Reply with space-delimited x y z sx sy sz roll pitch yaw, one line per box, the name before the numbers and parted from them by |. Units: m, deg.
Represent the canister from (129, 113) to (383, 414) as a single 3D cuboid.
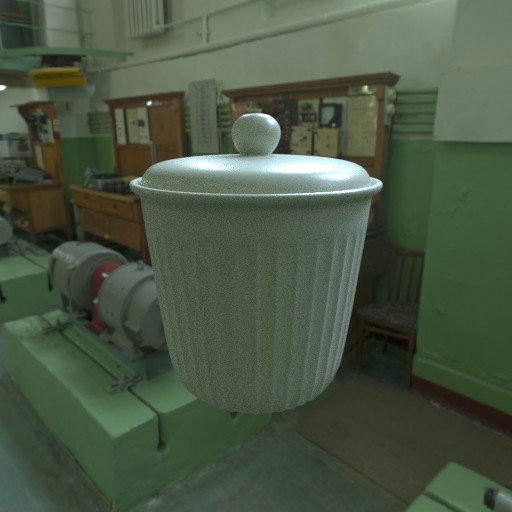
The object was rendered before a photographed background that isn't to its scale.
canister | 0.000 0.000 0.344 0.181 0.211 0.181 0 15 0
